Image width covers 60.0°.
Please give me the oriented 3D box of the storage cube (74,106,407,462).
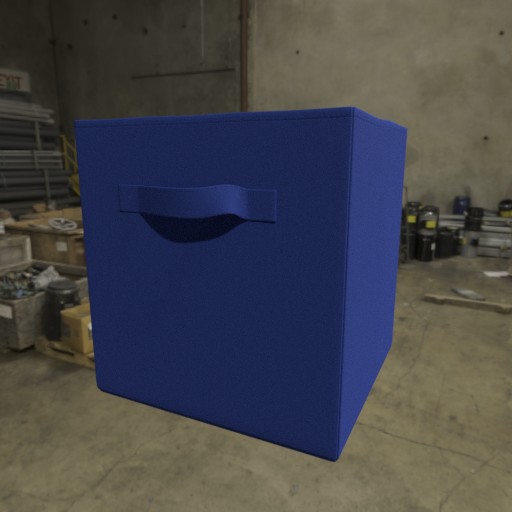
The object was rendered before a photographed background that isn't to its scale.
[{"bbox_3d":[0.000,0.000,0.489,0.270,0.280,0.270,6,14,26],"label":"storage cube"}]
